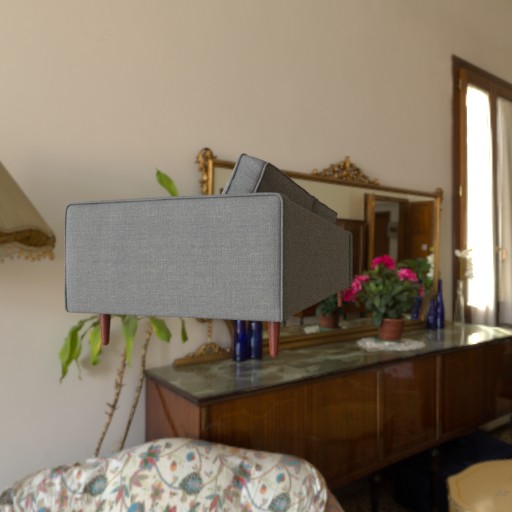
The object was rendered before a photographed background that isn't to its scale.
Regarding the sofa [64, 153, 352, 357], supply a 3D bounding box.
[{"bbox_3d":[0.000,0.000,2.634,0.914,0.762,2.198,0,-1,18],"label":"sofa"}]
